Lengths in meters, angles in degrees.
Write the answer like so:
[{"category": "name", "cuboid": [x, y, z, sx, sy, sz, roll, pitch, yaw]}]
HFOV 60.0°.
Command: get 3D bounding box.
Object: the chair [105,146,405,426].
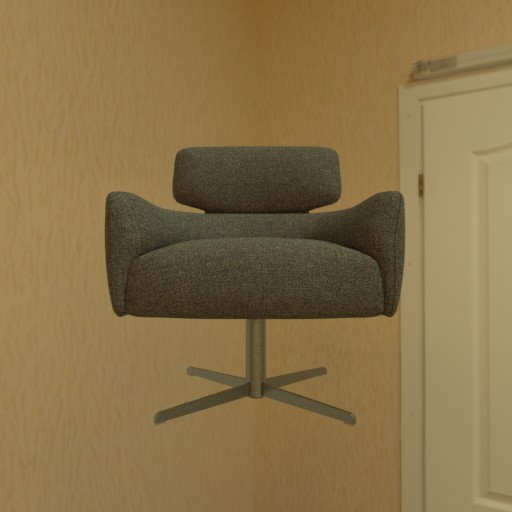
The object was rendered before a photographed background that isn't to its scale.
[{"category": "chair", "cuboid": [0.000, 0.000, 1.320, 0.706, 0.812, 0.715, 0, -1, 1]}]
